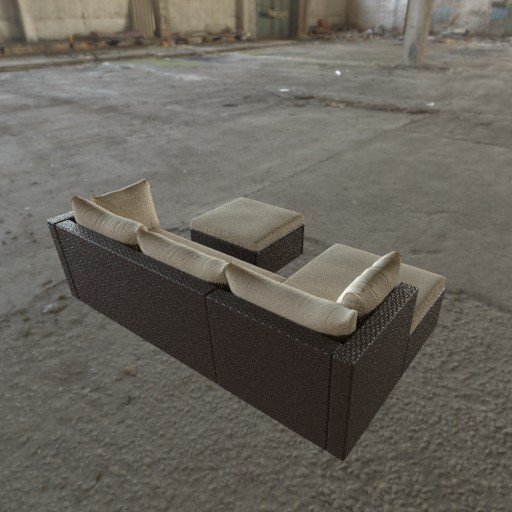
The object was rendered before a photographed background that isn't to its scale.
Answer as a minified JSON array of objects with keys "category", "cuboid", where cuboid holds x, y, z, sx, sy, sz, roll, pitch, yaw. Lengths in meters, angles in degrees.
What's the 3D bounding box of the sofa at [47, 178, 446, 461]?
[{"category":"sofa","cuboid":[0.000,0.000,2.944,2.192,0.766,1.612,21,35,33]}]
